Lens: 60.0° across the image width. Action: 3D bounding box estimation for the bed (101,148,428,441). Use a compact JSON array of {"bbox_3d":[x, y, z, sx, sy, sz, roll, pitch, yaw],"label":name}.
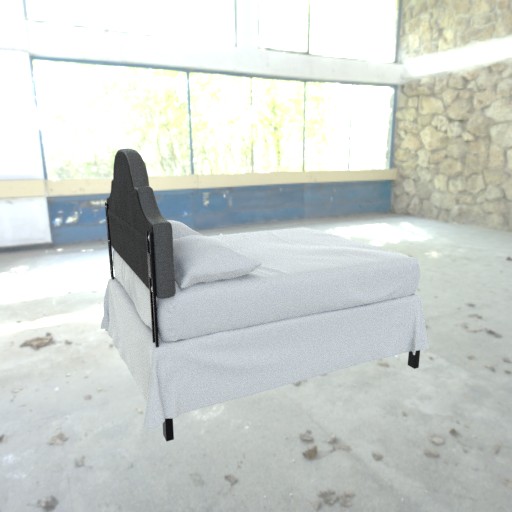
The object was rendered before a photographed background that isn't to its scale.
[{"bbox_3d":[0.000,0.000,3.465,2.222,1.634,1.780,-7,15,-26],"label":"bed"}]
